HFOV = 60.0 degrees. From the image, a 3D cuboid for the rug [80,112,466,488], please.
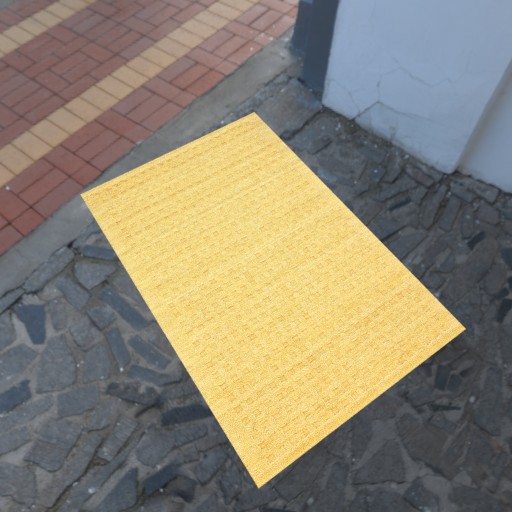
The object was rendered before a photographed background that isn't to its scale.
[{"bbox_3d":[0.000,0.000,2.953,1.524,0.006,2.286,-30,64,-17],"label":"rug"}]
